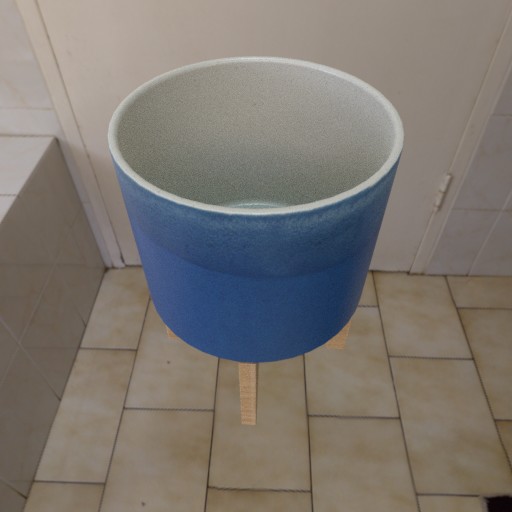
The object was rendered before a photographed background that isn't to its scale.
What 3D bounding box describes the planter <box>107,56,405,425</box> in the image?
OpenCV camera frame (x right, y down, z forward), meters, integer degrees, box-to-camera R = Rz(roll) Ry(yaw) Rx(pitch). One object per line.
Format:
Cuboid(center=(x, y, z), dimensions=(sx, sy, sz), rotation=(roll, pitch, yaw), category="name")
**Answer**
Cuboid(center=(0.000, 0.000, 0.533), dimensions=(0.261, 0.367, 0.261), rotation=(0, 47, 0), category="planter")
